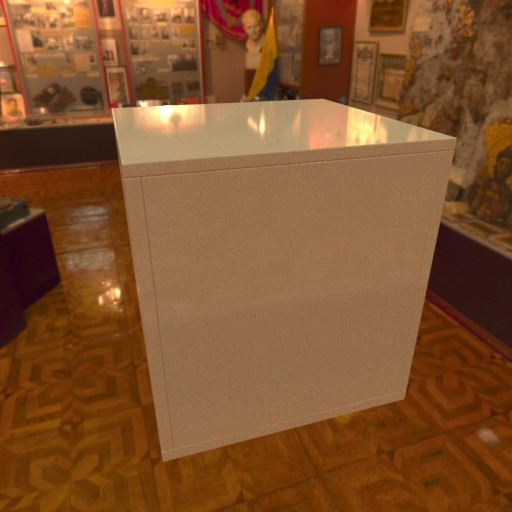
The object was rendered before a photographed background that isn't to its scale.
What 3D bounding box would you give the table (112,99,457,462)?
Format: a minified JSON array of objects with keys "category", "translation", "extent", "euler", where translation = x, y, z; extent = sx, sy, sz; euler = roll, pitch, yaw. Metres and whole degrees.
[{"category":"table","translation":[0.000,0.000,0.793],"extent":[0.420,0.470,0.400],"euler":[-8,28,-16]}]
